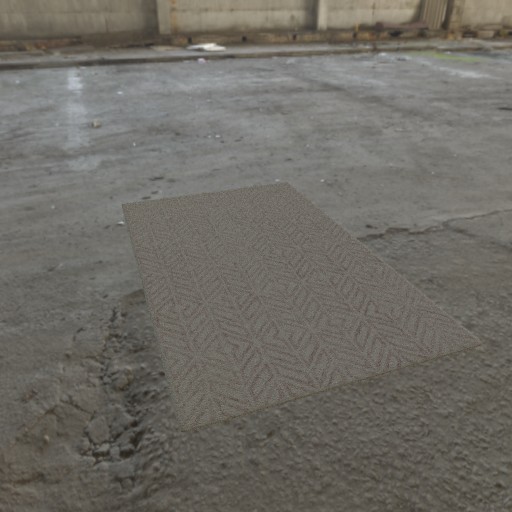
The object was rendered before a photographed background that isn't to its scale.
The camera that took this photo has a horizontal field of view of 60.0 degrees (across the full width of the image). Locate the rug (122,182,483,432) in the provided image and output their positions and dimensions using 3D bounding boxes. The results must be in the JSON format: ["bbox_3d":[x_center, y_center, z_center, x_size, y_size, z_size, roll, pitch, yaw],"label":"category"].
[{"bbox_3d":[0.000,0.000,2.964,1.523,0.008,2.438,-10,31,-17],"label":"rug"}]
